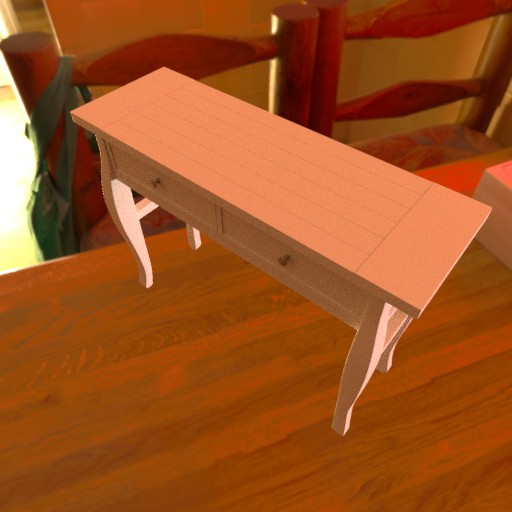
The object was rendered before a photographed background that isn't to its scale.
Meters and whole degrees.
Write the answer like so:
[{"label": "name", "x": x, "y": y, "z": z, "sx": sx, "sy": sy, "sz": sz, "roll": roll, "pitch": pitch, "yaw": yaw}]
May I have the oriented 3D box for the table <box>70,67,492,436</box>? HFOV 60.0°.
[{"label": "table", "x": 0.000, "y": 0.000, "z": 1.398, "sx": 1.062, "sy": 0.768, "sz": 0.373, "roll": 32, "pitch": 55, "yaw": 25}]
